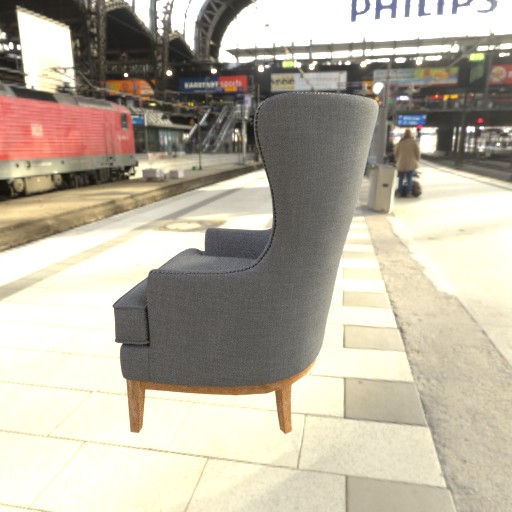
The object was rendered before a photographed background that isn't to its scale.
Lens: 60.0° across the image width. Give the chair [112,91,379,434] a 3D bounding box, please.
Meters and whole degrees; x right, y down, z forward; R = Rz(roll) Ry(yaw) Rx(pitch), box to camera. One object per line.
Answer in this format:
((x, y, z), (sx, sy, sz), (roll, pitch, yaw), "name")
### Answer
((0.000, 0.000, 1.798), (0.883, 1.176, 0.864), (2, 15, 8), "chair")
